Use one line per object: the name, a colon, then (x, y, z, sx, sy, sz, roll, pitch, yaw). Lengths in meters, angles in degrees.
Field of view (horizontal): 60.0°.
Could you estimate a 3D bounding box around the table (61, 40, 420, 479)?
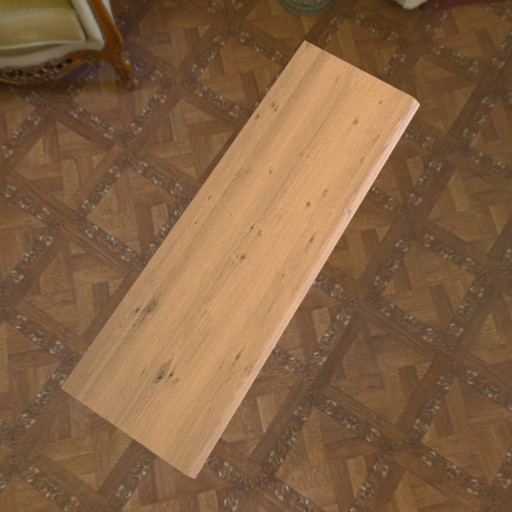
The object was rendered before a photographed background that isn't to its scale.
table: (0.000, 0.000, 1.451, 0.400, 0.510, 1.200, 31, 78, 7)
